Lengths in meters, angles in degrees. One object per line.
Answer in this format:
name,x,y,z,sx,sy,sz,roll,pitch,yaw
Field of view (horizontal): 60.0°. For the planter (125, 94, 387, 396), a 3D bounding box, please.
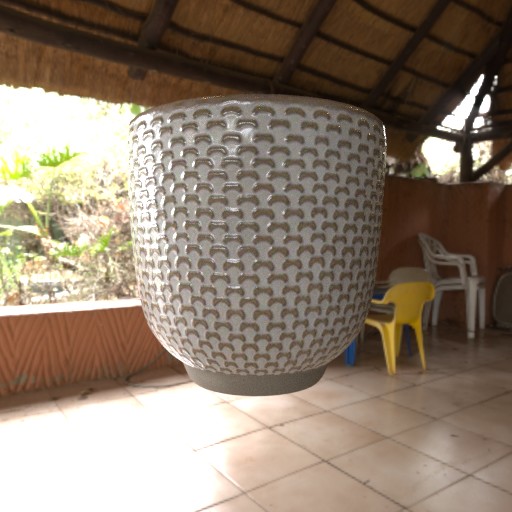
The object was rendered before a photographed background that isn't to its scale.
planter,0.000,0.000,0.350,0.197,0.191,0.197,0,2,0
